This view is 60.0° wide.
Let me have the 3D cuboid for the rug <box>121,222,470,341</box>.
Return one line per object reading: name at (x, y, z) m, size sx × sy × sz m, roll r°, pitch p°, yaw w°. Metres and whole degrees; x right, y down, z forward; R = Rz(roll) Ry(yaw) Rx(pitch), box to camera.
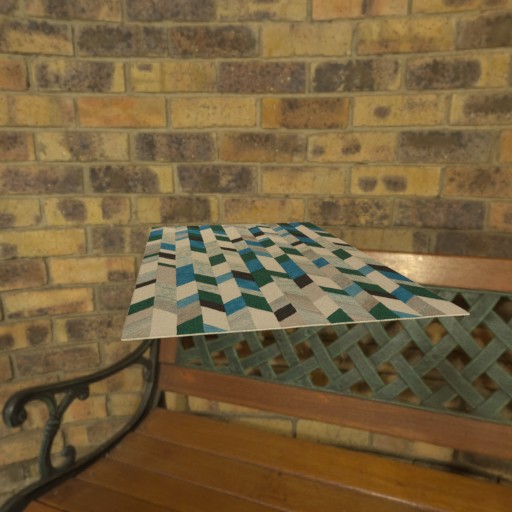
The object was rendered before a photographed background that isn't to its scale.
rug at (0.000, 0.000, 3.003) m, size 1.507 × 0.007 × 2.433 m, roll -3°, pitch 14°, yaw -10°
